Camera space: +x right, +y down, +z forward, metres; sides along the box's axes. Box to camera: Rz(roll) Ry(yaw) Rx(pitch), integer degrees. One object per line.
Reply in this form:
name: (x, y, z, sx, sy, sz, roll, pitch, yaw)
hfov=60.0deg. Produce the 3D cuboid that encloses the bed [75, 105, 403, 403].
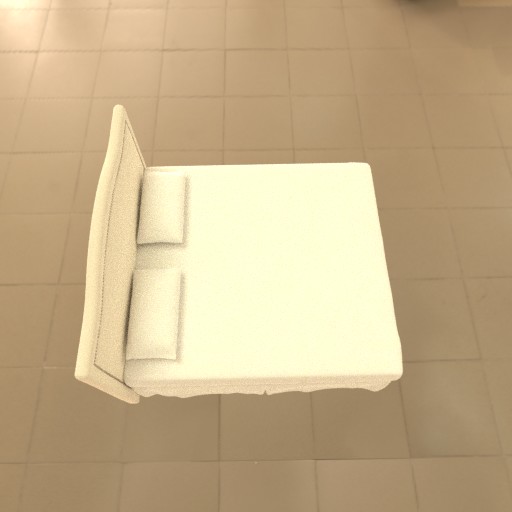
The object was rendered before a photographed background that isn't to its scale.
bed: (0.000, 0.000, 3.558, 2.182, 1.421, 2.083, -1, 65, -1)
